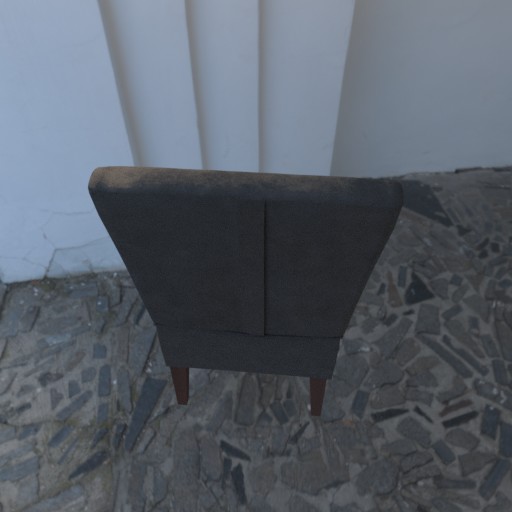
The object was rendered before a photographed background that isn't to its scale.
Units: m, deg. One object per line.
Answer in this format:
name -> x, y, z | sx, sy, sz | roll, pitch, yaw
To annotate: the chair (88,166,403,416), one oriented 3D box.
chair -> 0.000, 0.000, 1.173 | 0.521, 0.806, 0.554 | 4, 44, 4
